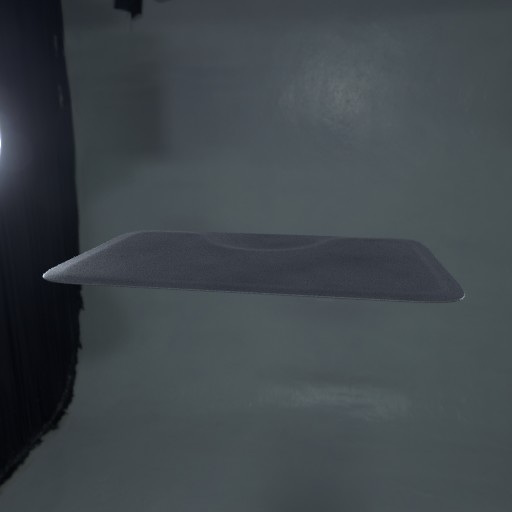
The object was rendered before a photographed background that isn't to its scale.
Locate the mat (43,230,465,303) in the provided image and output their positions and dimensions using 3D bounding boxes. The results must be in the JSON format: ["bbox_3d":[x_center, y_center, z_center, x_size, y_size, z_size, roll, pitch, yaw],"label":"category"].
[{"bbox_3d":[0.000,0.000,1.908,1.524,0.013,0.918,2,15,9],"label":"mat"}]
